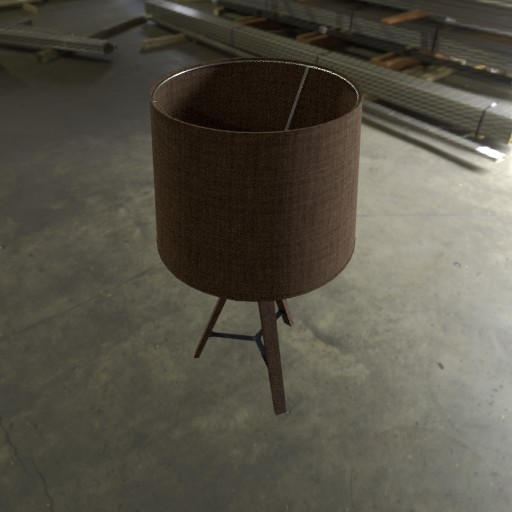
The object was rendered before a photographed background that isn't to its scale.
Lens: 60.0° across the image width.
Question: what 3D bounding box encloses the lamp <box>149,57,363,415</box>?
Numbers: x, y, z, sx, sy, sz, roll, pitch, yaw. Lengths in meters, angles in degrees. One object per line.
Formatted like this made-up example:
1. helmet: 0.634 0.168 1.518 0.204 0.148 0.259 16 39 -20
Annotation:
1. lamp: 0.000 0.000 0.686 0.290 0.514 0.290 0 40 0
